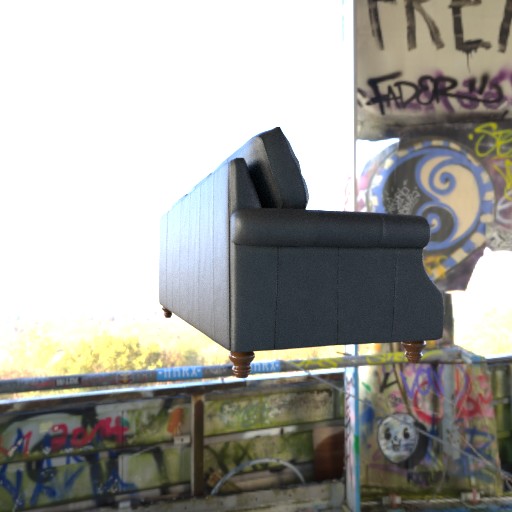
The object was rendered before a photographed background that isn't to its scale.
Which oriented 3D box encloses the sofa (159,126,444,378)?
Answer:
[{"bbox_3d":[0.000,0.000,2.802,0.974,0.977,2.387,0,-1,-19],"label":"sofa"}]
